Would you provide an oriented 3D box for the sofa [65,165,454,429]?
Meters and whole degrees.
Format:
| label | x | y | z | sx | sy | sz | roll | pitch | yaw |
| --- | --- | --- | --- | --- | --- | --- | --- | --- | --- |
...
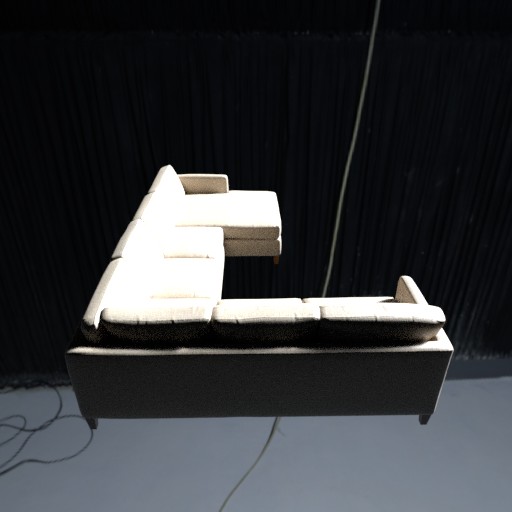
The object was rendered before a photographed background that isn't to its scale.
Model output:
| label | x | y | z | sx | sy | sz | roll | pitch | yaw |
| --- | --- | --- | --- | --- | --- | --- | --- | --- | --- |
| sofa | 0.000 | 0.000 | 4.491 | 2.594 | 0.961 | 3.460 | 0 | 30 | -1 |
